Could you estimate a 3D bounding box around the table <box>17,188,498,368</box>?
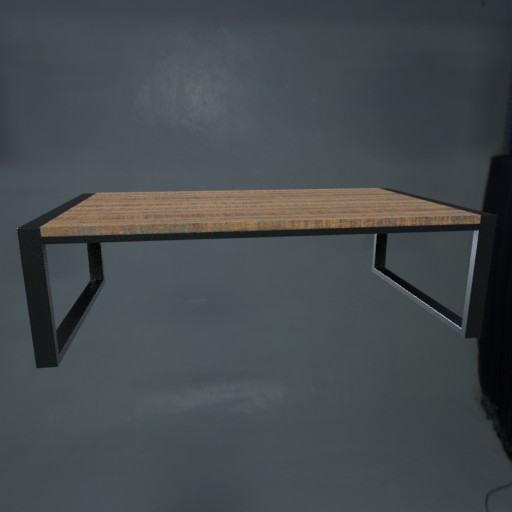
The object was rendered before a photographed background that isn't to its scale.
[{"bbox_3d":[0.000,0.000,1.639,1.350,0.400,0.750,-2,15,-8],"label":"table"}]
